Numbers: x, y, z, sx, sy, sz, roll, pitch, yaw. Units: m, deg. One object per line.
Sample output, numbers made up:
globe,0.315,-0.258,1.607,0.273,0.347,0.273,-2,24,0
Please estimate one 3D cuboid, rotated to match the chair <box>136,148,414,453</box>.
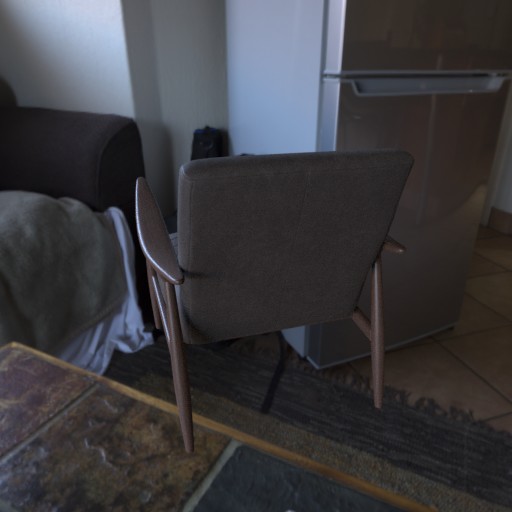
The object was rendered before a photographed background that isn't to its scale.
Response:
chair,0.000,0.000,1.481,0.741,0.831,0.798,-7,26,-15
